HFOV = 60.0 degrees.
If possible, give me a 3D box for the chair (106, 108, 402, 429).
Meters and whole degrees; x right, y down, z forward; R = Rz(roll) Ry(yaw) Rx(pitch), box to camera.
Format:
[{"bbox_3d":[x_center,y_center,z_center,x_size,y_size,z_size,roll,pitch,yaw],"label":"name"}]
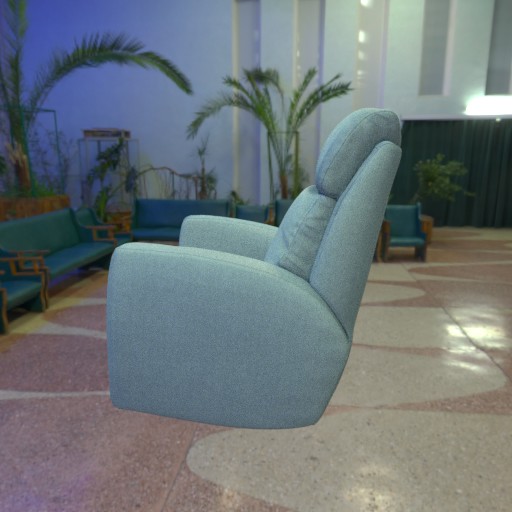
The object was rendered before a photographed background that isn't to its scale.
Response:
[{"bbox_3d":[0.000,0.000,1.672,0.940,1.013,0.812,2,13,9],"label":"chair"}]
